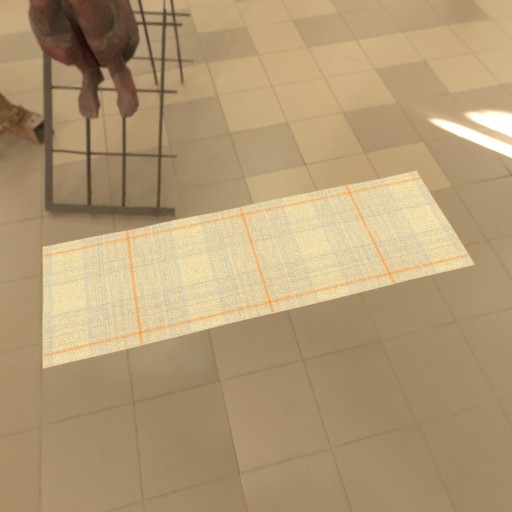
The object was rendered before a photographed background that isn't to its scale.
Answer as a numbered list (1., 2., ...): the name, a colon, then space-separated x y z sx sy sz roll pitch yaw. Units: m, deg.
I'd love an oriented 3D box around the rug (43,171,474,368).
1. rug: 0.000 0.000 2.621 2.442 0.016 0.770 -12 58 -8
